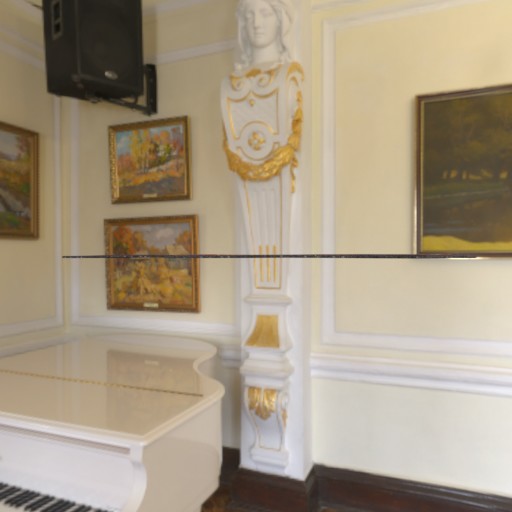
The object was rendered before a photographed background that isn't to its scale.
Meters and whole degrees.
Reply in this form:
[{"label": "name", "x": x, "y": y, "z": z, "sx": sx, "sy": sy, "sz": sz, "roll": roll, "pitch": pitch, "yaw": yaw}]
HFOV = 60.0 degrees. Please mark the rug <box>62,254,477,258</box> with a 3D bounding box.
[{"label": "rug", "x": 0.000, "y": 0.000, "z": 3.601, "sx": 3.032, "sy": 0.034, "sz": 1.522, "roll": 0, "pitch": 0, "yaw": 34}]
